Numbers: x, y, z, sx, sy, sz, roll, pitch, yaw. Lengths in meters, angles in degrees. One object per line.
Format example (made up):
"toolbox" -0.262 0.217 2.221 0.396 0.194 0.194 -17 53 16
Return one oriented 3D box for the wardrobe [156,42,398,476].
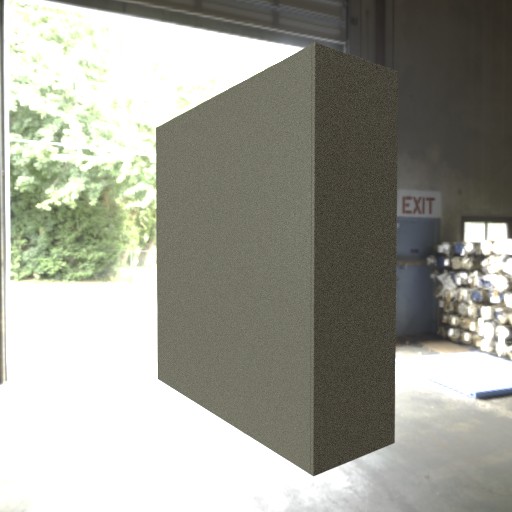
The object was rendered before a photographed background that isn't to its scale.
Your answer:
"wardrobe" 0.000 0.000 2.897 0.629 1.960 1.780 -1 2 -35
